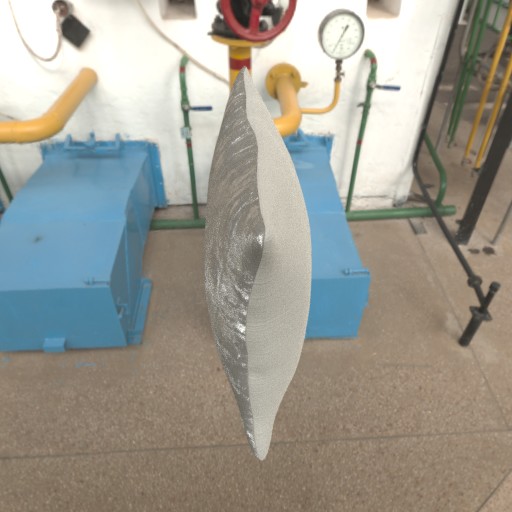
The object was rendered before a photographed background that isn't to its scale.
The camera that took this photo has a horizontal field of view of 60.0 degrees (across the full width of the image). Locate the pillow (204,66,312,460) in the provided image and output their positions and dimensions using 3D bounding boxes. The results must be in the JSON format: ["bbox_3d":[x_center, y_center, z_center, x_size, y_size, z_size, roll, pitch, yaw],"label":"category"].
[{"bbox_3d":[0.000,0.000,0.734,0.175,0.464,0.470,-1,41,-2],"label":"pillow"}]
